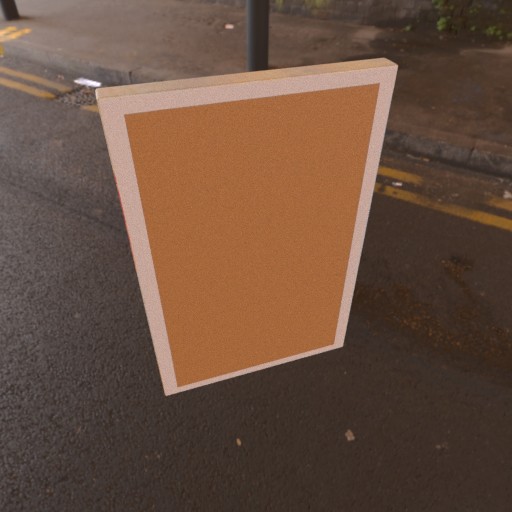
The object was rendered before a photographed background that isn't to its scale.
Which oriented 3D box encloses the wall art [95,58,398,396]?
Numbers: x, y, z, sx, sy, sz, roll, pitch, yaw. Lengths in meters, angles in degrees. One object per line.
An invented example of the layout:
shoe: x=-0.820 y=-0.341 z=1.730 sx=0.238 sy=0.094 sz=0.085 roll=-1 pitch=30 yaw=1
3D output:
wall art: x=0.000 y=0.000 z=0.769 sx=0.401 sy=0.610 sz=0.038 roll=-12 pitch=41 yaw=-14
